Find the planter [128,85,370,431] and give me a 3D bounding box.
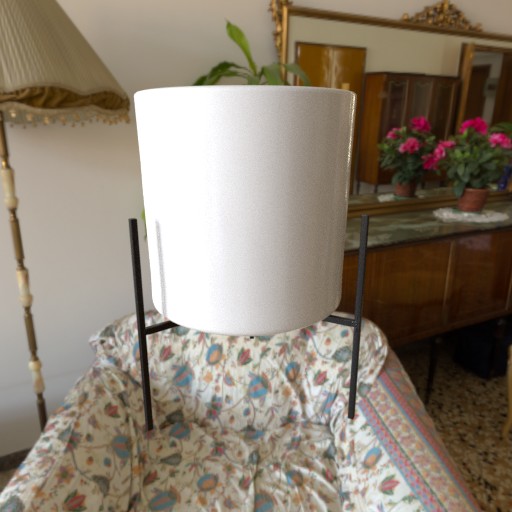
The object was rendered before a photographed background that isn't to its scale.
[{"bbox_3d":[0.000,0.000,0.625,0.308,0.431,0.307,8,19,26],"label":"planter"}]
